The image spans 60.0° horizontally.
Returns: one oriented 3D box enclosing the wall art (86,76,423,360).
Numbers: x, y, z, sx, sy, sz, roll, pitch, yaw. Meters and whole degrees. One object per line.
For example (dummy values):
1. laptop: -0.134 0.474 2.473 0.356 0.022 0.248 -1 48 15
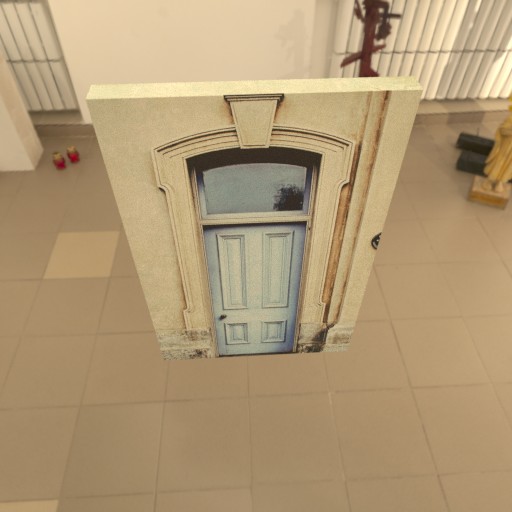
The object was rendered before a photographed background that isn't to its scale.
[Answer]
1. wall art: 0.000 0.000 0.763 0.403 0.607 0.036 -2 47 -2
